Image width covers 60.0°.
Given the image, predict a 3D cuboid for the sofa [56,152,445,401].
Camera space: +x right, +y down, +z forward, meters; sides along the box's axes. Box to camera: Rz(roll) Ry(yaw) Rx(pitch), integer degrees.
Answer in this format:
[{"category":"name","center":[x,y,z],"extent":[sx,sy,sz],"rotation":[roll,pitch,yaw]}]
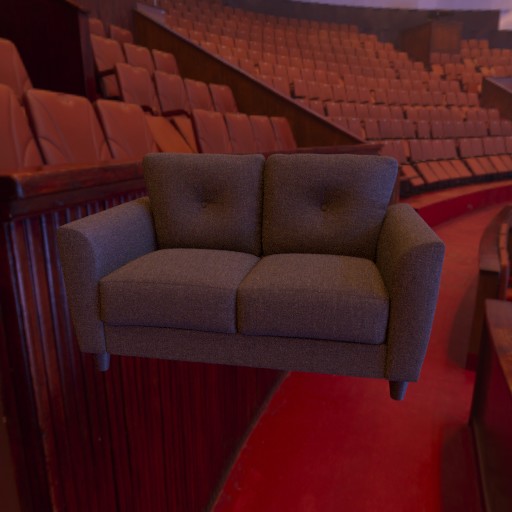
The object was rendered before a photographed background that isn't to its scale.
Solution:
[{"category":"sofa","center":[0.000,0.000,2.004],"extent":[1.423,0.885,0.851],"rotation":[3,16,10]}]
